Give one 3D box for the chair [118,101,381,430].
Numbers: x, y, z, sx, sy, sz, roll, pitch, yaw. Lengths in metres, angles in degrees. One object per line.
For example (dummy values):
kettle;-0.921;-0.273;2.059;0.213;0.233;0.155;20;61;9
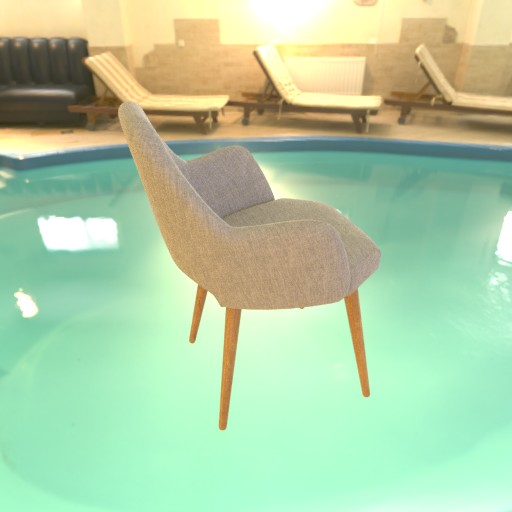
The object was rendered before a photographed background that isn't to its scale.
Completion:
chair;0.000;0.000;1.231;0.610;0.840;0.590;-11;33;-17
